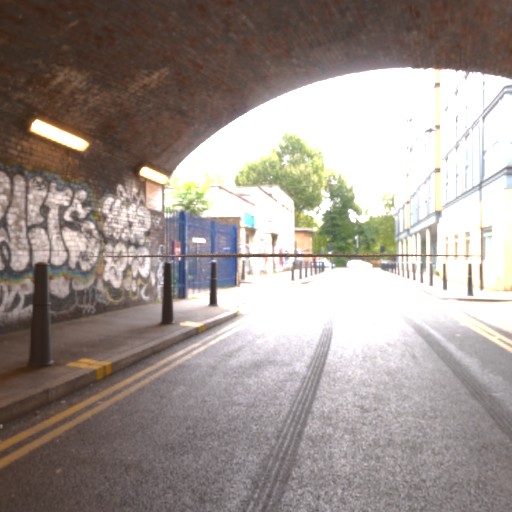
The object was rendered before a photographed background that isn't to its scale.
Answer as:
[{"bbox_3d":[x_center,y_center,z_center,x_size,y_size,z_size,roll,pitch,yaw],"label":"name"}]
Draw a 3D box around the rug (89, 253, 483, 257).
[{"bbox_3d":[0.000,0.000,2.253,1.148,0.010,1.754,0,0,-38],"label":"rug"}]
